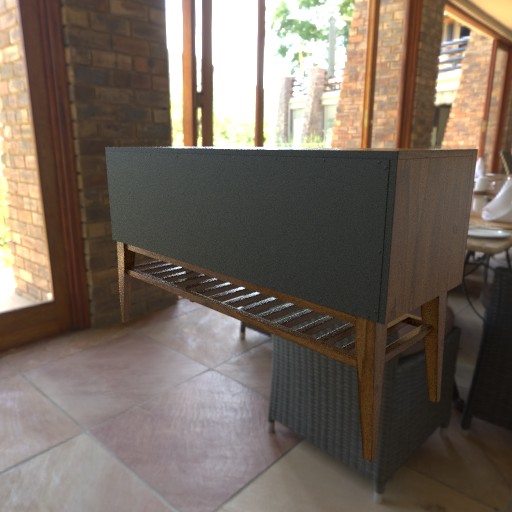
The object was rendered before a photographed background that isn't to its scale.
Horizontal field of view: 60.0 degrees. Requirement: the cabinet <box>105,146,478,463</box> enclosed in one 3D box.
[{"bbox_3d":[0.000,0.000,1.692,0.477,0.802,1.363,-14,20,-43],"label":"cabinet"}]
